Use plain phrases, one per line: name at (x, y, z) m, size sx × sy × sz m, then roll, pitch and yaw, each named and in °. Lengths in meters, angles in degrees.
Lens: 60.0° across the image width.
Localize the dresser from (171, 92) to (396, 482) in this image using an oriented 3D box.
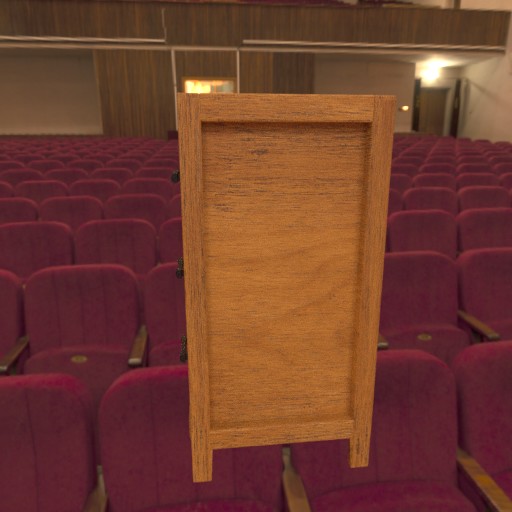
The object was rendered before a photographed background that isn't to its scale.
dresser at (0.000, 0.000, 1.273) m, size 0.427 × 0.804 × 0.804 m, roll -2°, pitch 15°, yaw -7°
